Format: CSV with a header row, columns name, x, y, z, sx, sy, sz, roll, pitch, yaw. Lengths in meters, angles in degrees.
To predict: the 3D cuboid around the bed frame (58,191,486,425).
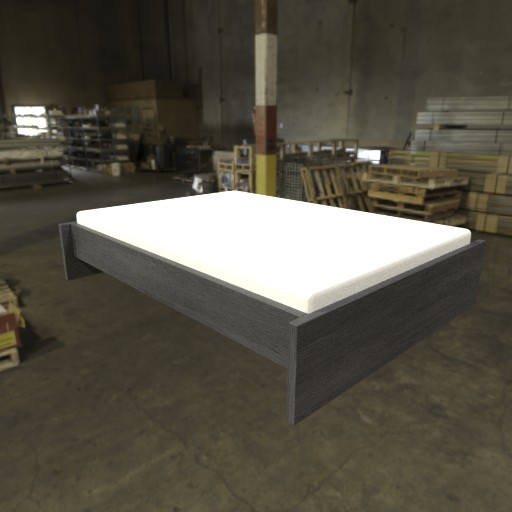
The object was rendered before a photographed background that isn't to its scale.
name,x,y,z,sx,sy,sz,roll,pitch,yaw
bed frame,0.000,0.000,2.566,1.490,0.432,1.950,-15,23,-41
